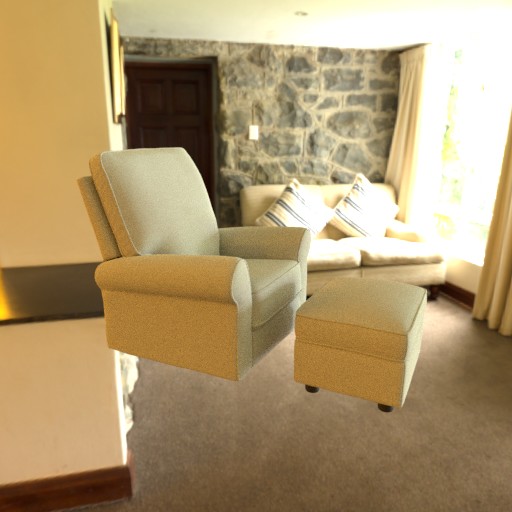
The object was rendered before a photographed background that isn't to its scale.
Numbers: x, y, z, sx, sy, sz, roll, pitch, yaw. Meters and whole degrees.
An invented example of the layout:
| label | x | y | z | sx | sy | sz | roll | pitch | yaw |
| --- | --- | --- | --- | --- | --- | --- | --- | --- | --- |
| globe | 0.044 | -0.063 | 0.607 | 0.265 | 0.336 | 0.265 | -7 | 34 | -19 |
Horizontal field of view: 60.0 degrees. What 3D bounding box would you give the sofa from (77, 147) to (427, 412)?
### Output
| label | x | y | z | sx | sy | sz | roll | pitch | yaw |
| --- | --- | --- | --- | --- | --- | --- | --- | --- | --- |
| sofa | 0.000 | 0.000 | 2.050 | 1.478 | 0.959 | 0.880 | 7 | 16 | 26 |
